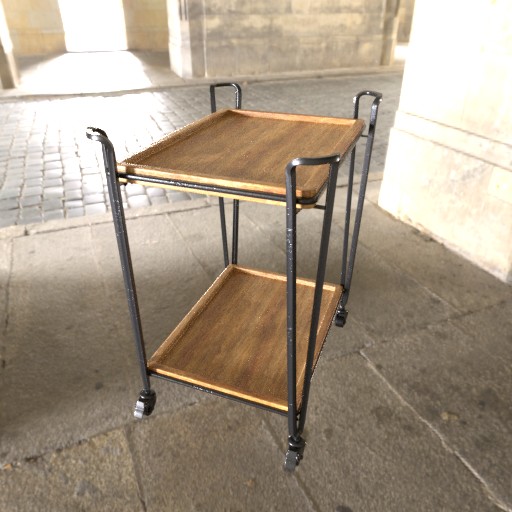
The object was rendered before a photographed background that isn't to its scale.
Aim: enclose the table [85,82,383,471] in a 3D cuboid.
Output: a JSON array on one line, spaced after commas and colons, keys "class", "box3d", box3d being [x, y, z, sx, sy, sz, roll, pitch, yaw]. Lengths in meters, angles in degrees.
[{"class": "table", "box3d": [0.000, 0.000, 1.218, 0.505, 0.785, 0.672, 11, 32, 18]}]
